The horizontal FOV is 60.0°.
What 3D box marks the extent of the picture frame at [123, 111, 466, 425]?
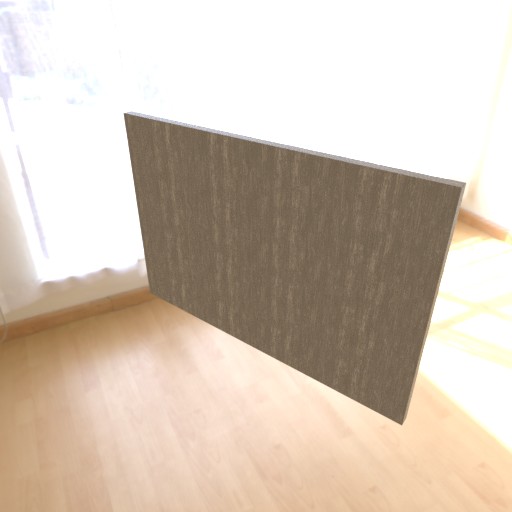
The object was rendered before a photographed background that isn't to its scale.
[{"bbox_3d":[0.000,0.000,1.215,0.950,0.640,0.029,21,37,32],"label":"picture frame"}]
